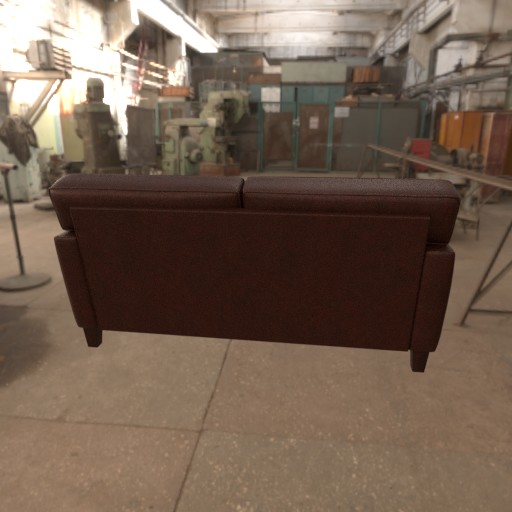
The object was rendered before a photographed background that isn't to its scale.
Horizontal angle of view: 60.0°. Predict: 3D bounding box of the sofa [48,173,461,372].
[{"bbox_3d":[0.000,0.000,2.408,1.876,0.928,0.912,2,17,8],"label":"sofa"}]
